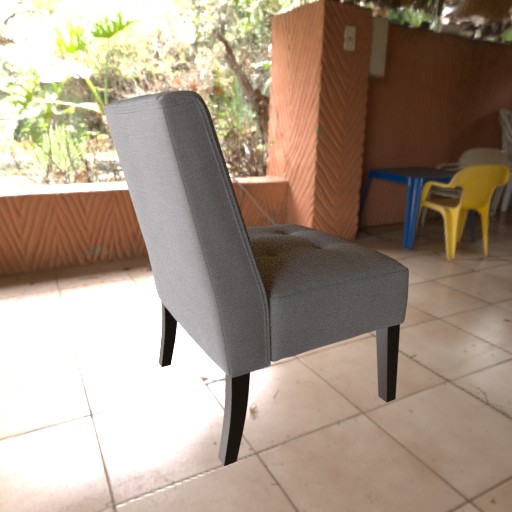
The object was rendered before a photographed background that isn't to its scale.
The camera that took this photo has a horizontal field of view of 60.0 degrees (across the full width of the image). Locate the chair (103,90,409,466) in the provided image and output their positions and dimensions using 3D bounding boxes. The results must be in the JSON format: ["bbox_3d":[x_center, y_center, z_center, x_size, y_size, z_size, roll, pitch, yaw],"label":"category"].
[{"bbox_3d":[0.000,0.000,1.269,0.676,0.853,0.569,-9,19,-27],"label":"chair"}]
